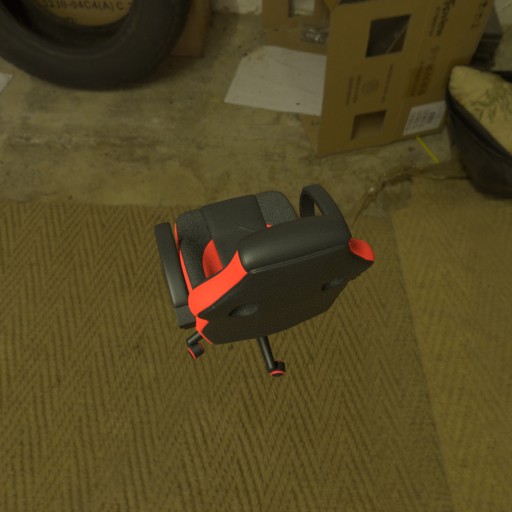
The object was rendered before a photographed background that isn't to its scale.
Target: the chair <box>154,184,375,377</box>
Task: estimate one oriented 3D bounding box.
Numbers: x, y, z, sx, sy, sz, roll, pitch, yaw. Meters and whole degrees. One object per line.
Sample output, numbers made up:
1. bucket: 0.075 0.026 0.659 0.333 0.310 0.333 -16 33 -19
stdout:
1. chair: 0.000 0.000 1.412 0.600 1.016 0.642 -16 60 -9
